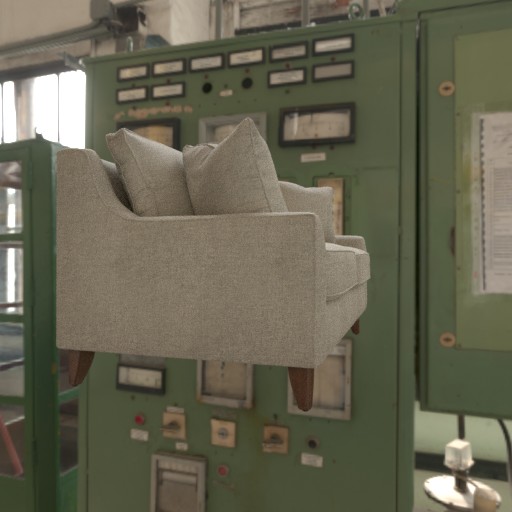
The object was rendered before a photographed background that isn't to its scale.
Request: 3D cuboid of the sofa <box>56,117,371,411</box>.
[{"bbox_3d":[0.000,0.000,1.960,0.915,0.863,1.422,0,0,19],"label":"sofa"}]
